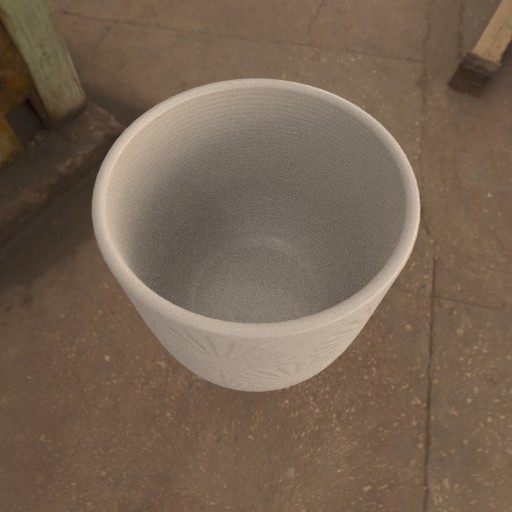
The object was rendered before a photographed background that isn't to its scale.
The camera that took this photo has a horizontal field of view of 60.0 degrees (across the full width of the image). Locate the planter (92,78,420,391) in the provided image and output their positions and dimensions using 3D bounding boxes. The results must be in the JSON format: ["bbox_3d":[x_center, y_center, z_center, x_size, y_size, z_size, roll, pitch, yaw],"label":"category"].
[{"bbox_3d":[0.000,0.000,0.215,0.124,0.109,0.124,0,59,0],"label":"planter"}]
